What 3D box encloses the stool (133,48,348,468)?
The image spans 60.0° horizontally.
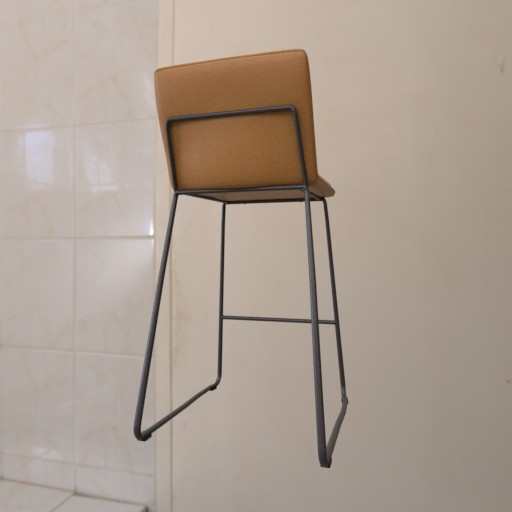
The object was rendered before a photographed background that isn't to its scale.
[{"bbox_3d":[0.000,0.000,1.270,0.489,0.936,0.524,0,0,17],"label":"stool"}]
